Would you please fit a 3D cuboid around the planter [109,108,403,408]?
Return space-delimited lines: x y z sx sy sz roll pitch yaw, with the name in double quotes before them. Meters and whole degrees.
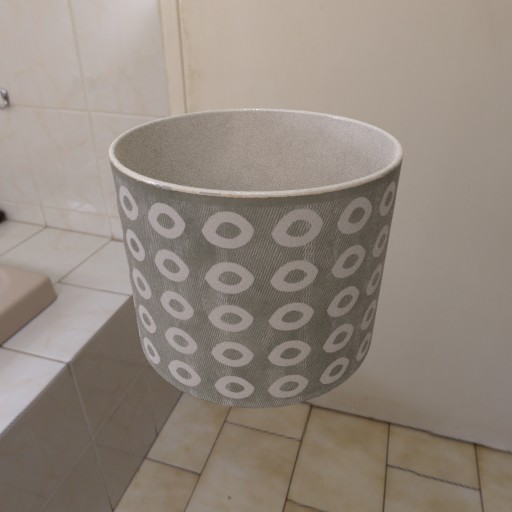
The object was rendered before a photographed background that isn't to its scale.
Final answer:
"planter" 0.000 0.000 0.342 0.190 0.181 0.190 0 30 0
